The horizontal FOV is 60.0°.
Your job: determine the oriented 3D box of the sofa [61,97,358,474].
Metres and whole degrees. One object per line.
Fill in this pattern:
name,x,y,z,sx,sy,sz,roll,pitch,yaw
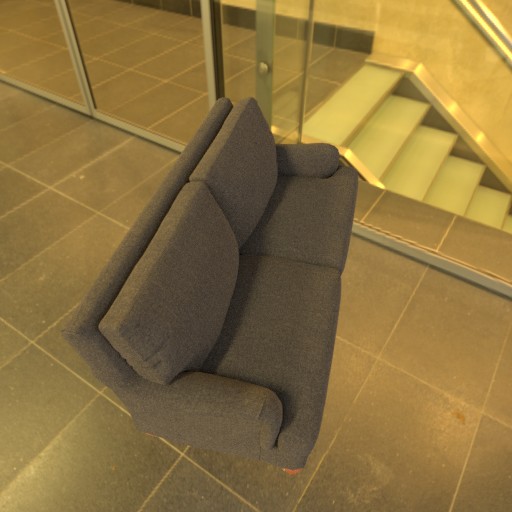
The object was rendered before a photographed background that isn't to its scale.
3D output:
sofa,0.000,0.000,2.686,1.087,1.054,2.160,10,46,10
